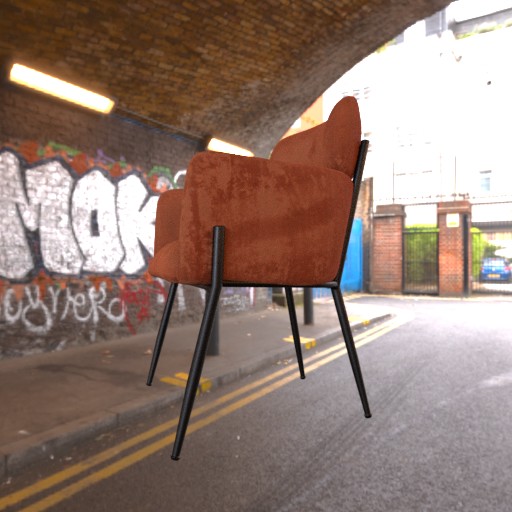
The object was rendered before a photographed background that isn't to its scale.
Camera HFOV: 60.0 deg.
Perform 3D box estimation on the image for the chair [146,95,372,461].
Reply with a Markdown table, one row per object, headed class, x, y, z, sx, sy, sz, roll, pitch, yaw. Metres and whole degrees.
| class | x | y | z | sx | sy | sz | roll | pitch | yaw |
| --- | --- | --- | --- | --- | --- | --- | --- | --- | --- |
| chair | 0.000 | 0.000 | 1.160 | 0.523 | 0.772 | 0.561 | 0 | -1 | -19 |
